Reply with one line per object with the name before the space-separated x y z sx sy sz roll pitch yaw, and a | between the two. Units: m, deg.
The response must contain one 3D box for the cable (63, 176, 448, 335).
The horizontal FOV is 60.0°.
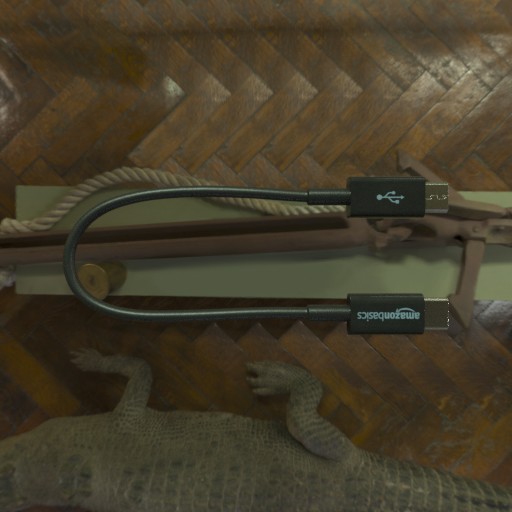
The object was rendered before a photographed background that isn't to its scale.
cable | 0.000 0.000 0.114 0.098 0.006 0.040 0 90 -1
